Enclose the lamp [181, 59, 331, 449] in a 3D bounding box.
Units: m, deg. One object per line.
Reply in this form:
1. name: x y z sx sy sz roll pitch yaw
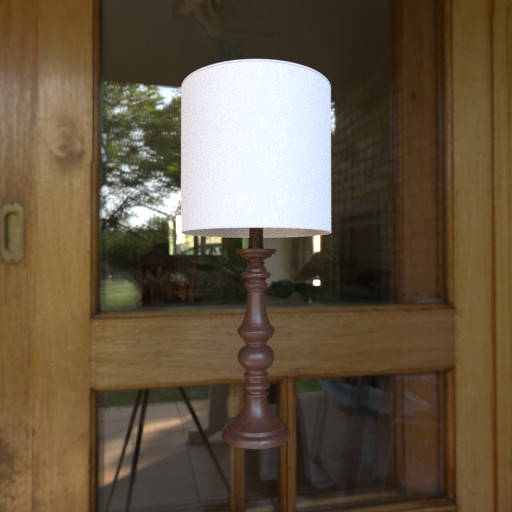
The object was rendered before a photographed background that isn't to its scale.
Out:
1. lamp: 0.000 0.000 0.746 0.250 0.597 0.250 0 -1 -18
